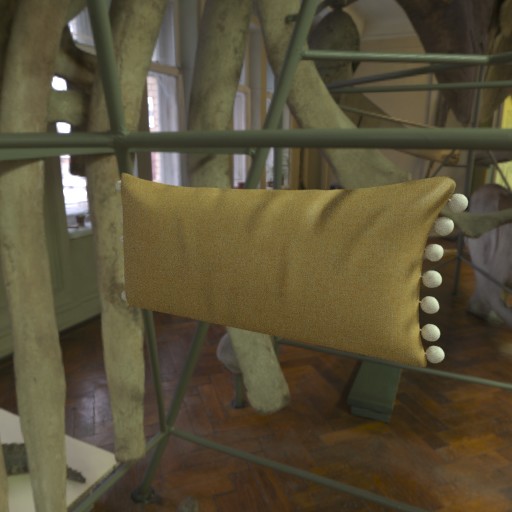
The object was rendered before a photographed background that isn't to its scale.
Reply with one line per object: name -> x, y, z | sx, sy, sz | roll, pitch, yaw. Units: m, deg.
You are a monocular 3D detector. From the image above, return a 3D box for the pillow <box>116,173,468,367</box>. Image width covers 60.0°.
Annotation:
pillow -> 0.000, 0.000, 0.848 | 0.709, 0.322, 0.201 | 7, 16, 25
